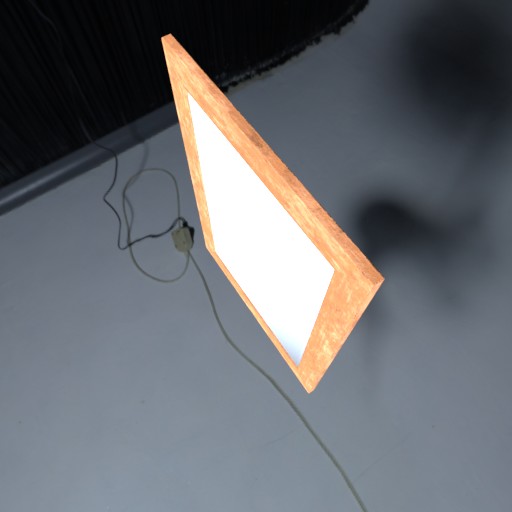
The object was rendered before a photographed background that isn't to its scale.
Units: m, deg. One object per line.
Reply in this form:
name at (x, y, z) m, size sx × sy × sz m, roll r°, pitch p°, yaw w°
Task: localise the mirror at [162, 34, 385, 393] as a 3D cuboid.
mirror at (0.000, 0.000, 1.430) m, size 0.028 × 1.099 × 0.796 m, roll -31°, pitch 67°, yaw -14°
